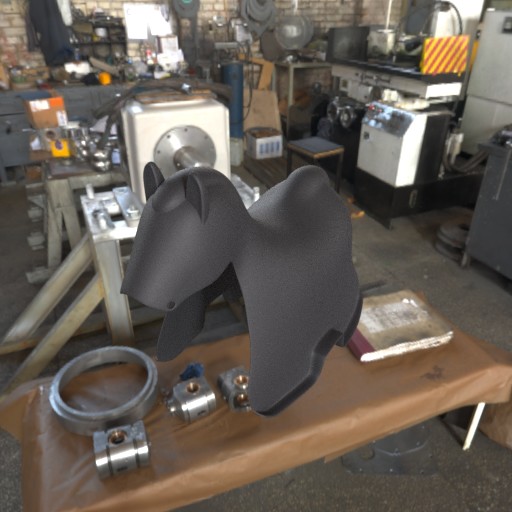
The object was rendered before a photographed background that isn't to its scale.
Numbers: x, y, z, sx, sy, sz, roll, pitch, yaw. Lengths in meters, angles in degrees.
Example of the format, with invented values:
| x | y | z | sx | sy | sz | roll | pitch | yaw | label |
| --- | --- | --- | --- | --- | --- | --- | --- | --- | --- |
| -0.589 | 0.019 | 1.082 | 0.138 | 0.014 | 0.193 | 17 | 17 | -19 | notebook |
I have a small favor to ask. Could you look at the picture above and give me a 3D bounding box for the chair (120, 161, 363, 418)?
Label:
| x | y | z | sx | sy | sz | roll | pitch | yaw | label |
| --- | --- | --- | --- | --- | --- | --- | --- | --- | --- |
| 0.000 | 0.000 | 1.116 | 0.429 | 0.612 | 0.800 | 18 | 34 | 29 | chair |
